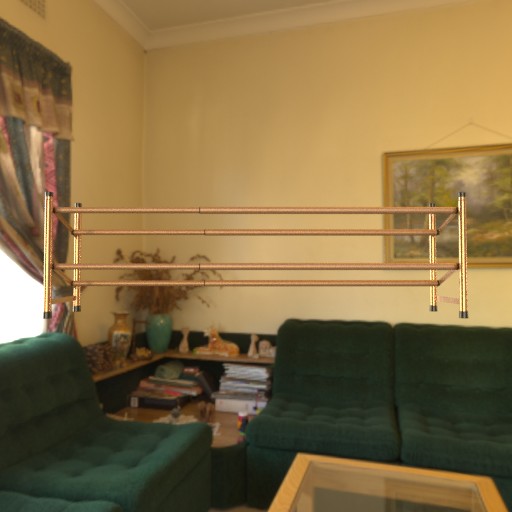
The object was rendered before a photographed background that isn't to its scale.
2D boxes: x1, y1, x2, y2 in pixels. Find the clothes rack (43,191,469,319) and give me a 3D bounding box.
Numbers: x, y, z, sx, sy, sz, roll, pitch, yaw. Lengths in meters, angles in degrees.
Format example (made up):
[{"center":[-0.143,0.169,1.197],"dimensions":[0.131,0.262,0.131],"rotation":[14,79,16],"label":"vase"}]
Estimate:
[{"center":[0.000,0.000,1.326],"dimensions":[1.168,0.349,0.229],"rotation":[0,-2,0],"label":"clothes rack"}]
